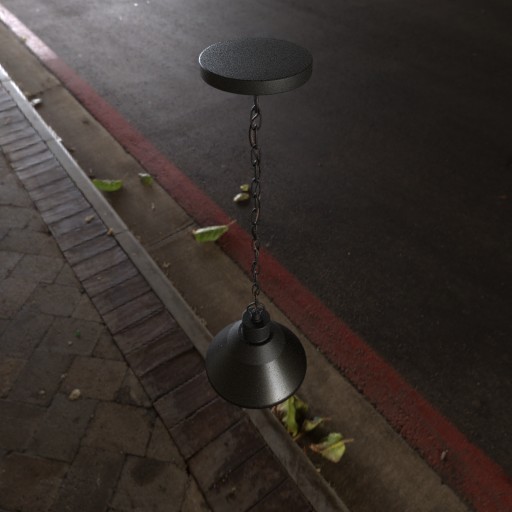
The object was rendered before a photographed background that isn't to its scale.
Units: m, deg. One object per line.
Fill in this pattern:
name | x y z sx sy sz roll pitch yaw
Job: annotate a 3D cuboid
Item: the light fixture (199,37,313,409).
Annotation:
light fixture | 0.000 0.000 0.673 0.201 0.588 0.201 -2 45 -2
